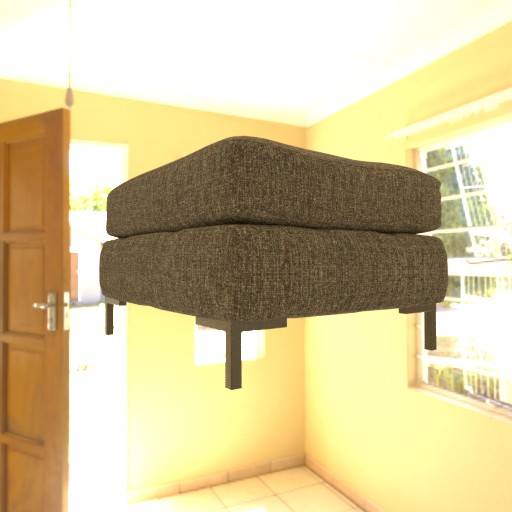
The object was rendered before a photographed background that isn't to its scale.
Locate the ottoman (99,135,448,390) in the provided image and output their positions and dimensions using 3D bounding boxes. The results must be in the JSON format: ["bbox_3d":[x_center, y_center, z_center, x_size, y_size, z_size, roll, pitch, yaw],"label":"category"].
[{"bbox_3d":[0.000,0.000,1.246,0.683,0.480,0.828,1,-1,-35],"label":"ottoman"}]
